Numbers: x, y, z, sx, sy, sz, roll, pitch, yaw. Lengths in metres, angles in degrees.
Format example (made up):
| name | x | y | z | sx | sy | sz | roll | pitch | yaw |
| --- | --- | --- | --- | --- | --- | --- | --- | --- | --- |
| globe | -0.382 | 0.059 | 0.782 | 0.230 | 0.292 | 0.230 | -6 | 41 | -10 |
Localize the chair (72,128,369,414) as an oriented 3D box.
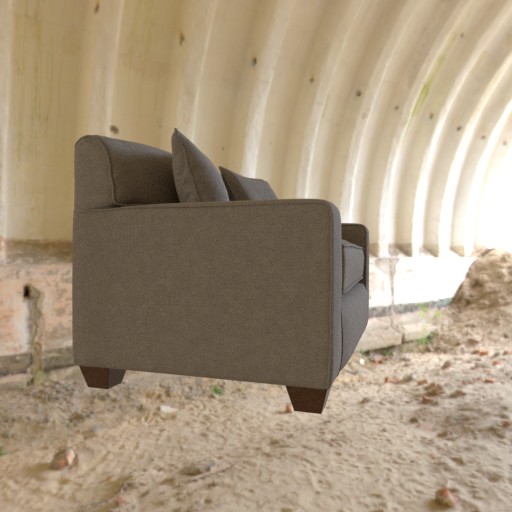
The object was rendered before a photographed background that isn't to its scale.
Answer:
| name | x | y | z | sx | sy | sz | roll | pitch | yaw |
| --- | --- | --- | --- | --- | --- | --- | --- | --- | --- |
| chair | 0.000 | 0.000 | 2.093 | 0.992 | 0.953 | 1.395 | 0 | 0 | 19 |
